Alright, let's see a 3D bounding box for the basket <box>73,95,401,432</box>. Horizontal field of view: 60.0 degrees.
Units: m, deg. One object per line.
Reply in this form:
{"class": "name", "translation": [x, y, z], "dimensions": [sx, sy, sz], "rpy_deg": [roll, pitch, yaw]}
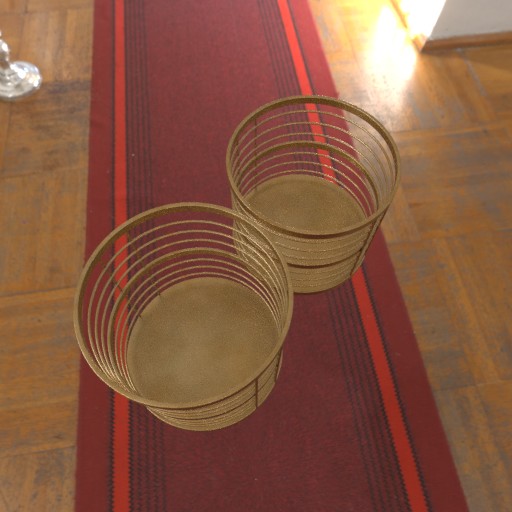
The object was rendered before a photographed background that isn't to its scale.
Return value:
{"class": "basket", "translation": [0.000, 0.000, 0.946], "dimensions": [0.356, 0.351, 0.746], "rpy_deg": [34, 68, 16]}
